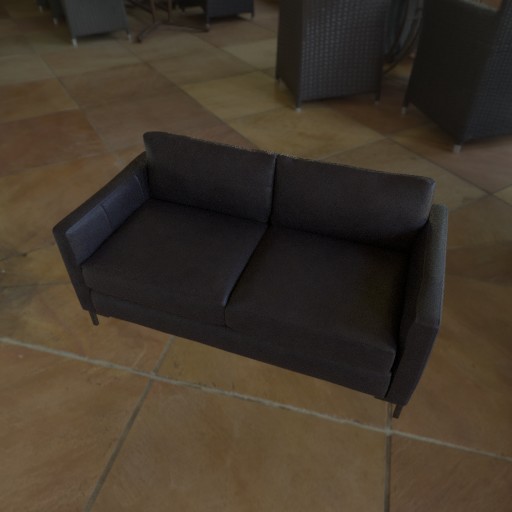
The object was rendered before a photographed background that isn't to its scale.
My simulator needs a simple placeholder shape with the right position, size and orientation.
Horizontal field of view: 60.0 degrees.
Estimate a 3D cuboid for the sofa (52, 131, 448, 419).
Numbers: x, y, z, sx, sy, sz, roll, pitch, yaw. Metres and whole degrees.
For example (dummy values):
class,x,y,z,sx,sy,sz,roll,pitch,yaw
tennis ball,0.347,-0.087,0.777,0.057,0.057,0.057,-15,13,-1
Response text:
class,x,y,z,sx,sy,sz,roll,pitch,yaw
sofa,0.000,0.000,2.307,1.805,0.883,0.947,12,42,13
